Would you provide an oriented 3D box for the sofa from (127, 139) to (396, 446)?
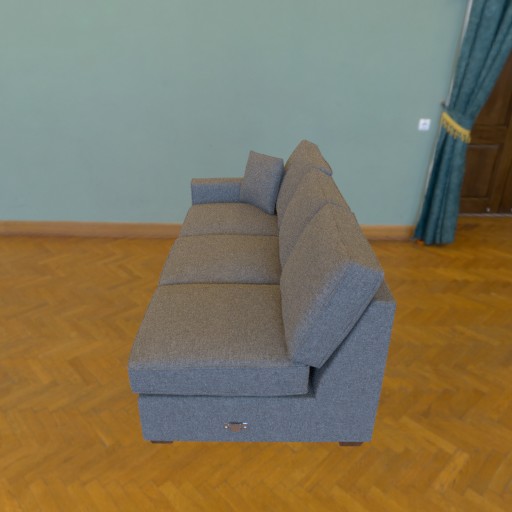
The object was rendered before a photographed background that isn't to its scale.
[{"bbox_3d":[0.000,0.000,2.575,1.034,0.946,1.963,0,27,0],"label":"sofa"}]
